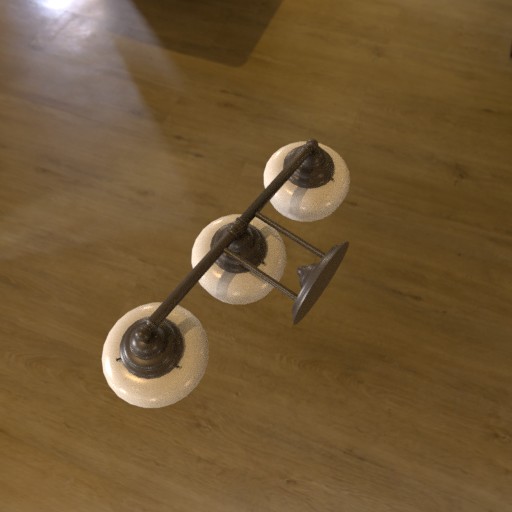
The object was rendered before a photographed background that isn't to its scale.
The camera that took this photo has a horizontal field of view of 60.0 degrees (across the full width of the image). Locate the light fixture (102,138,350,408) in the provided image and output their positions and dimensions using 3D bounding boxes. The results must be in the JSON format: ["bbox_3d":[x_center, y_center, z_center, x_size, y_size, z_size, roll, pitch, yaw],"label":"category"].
[{"bbox_3d":[0.000,0.000,0.721,0.239,0.242,0.587,34,67,16],"label":"light fixture"}]
